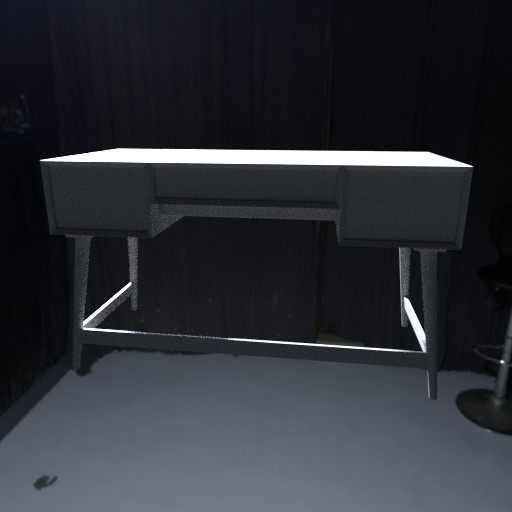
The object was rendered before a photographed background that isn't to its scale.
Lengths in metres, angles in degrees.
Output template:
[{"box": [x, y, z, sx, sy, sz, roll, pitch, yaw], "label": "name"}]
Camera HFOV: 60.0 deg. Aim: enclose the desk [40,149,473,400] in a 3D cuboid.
[{"box": [0.000, 0.000, 1.720, 1.313, 0.762, 0.589, 2, 17, 8], "label": "desk"}]
